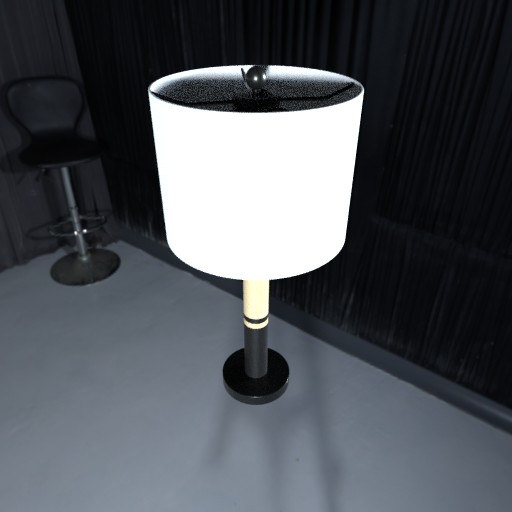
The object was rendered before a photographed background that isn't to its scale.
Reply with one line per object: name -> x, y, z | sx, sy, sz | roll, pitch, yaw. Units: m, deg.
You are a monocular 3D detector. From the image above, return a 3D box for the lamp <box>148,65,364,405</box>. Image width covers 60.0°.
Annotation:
lamp -> 0.000, 0.000, 0.800 | 0.305, 0.640, 0.305 | 22, 39, 31
